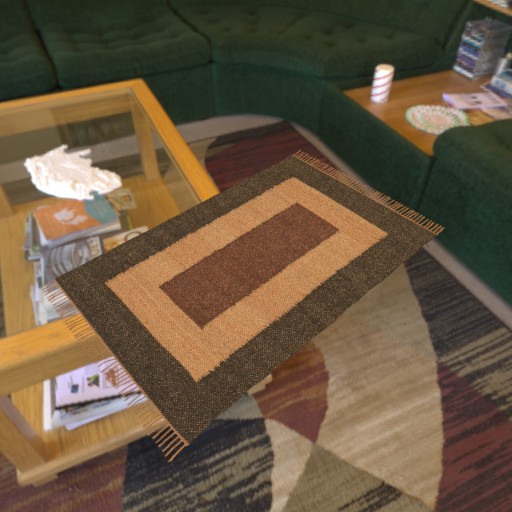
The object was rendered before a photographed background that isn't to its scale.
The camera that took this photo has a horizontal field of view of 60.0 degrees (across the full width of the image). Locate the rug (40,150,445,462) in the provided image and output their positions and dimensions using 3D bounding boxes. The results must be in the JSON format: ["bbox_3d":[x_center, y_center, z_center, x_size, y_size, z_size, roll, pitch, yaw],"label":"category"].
[{"bbox_3d":[0.000,0.000,1.900,1.541,0.013,0.920,-33,53,-29],"label":"rug"}]
